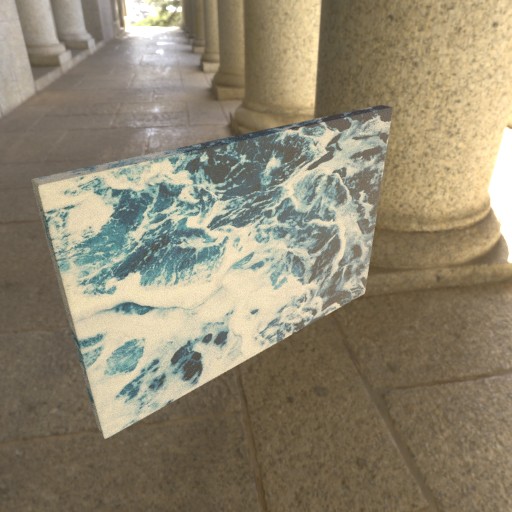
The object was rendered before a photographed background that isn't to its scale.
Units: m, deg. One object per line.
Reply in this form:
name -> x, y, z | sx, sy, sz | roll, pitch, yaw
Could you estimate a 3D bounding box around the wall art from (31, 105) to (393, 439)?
wall art -> 0.000, 0.000, 1.110 | 0.915, 0.610, 0.042 | -22, 37, -33
